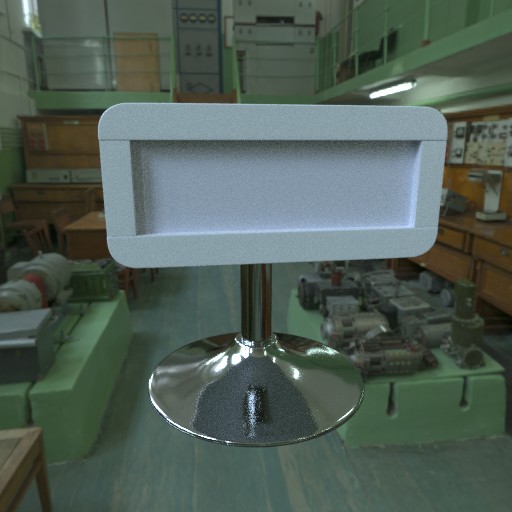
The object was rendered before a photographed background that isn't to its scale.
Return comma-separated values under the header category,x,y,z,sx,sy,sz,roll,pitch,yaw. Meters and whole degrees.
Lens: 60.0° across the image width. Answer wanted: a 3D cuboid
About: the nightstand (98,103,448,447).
category,x,y,z,sx,sy,sz,roll,pitch,yaw
nightstand,0.000,0.000,0.737,0.399,0.447,0.404,-2,14,-8
